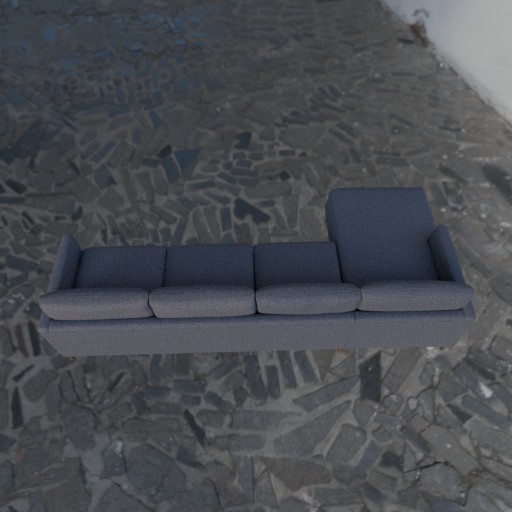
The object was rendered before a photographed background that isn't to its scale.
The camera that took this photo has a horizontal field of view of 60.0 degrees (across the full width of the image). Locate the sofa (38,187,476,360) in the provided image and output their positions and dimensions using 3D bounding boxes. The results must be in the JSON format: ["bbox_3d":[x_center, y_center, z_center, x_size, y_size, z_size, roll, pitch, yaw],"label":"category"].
[{"bbox_3d":[0.000,0.000,2.851,2.445,0.673,1.125,-1,57,-1],"label":"sofa"}]
